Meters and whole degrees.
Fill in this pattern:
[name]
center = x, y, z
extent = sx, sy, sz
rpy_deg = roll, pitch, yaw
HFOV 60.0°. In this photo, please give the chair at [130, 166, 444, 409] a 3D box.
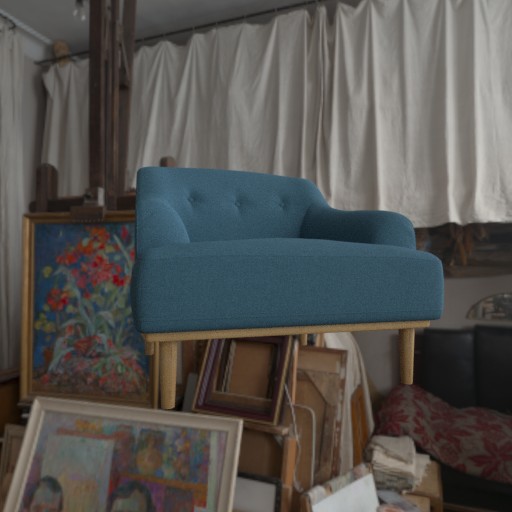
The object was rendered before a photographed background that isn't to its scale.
[chair]
center = 0.000, 0.000, 1.660
extent = 0.946, 0.818, 0.951
rpy_deg = 0, -1, -19
